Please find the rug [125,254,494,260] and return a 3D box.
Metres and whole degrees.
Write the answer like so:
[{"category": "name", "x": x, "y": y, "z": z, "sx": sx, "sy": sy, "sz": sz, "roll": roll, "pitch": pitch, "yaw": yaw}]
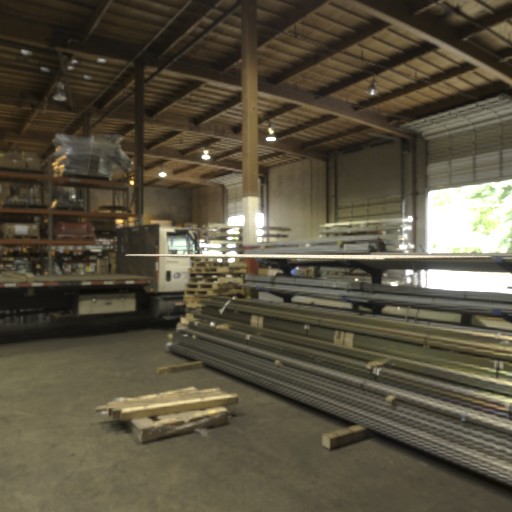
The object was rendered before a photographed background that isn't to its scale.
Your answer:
[{"category": "rug", "x": 0.000, "y": 0.000, "z": 2.394, "sx": 0.662, "sy": 0.011, "sz": 2.196, "roll": 0, "pitch": 1, "yaw": -36}]
